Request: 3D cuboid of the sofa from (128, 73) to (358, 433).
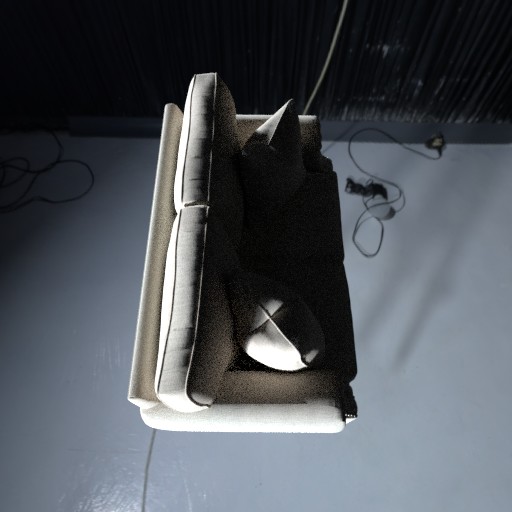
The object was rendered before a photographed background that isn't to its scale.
[{"bbox_3d":[0.000,0.000,2.264,0.966,0.966,1.701,0,62,0],"label":"sofa"}]
